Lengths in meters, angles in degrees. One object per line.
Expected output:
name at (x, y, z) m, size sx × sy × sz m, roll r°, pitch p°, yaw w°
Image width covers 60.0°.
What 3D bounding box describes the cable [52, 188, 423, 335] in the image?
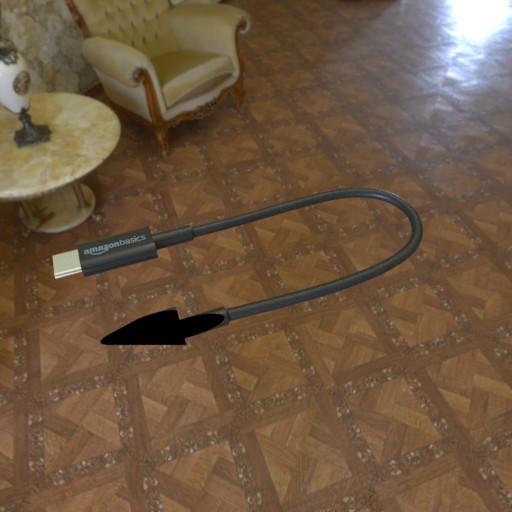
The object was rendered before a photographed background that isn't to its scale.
cable at (0.000, 0.000, 0.115) m, size 0.098 × 0.006 × 0.040 m, roll -16°, pitch 48°, yaw -15°
